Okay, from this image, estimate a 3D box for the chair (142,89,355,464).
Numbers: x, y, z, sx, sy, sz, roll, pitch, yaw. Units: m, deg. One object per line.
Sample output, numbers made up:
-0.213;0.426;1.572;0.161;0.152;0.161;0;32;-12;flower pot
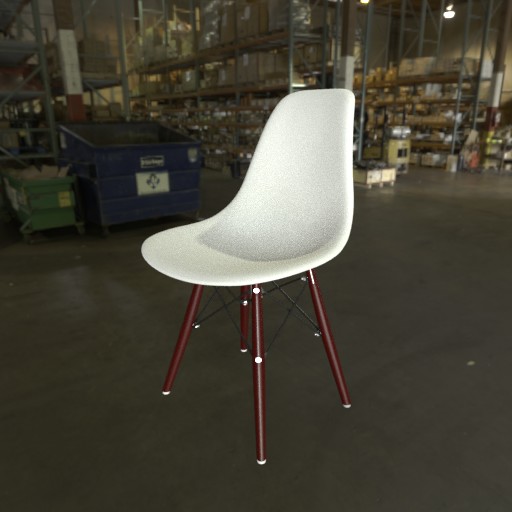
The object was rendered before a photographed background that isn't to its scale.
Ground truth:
0.000;0.000;1.141;0.470;0.826;0.533;16;23;42;chair
